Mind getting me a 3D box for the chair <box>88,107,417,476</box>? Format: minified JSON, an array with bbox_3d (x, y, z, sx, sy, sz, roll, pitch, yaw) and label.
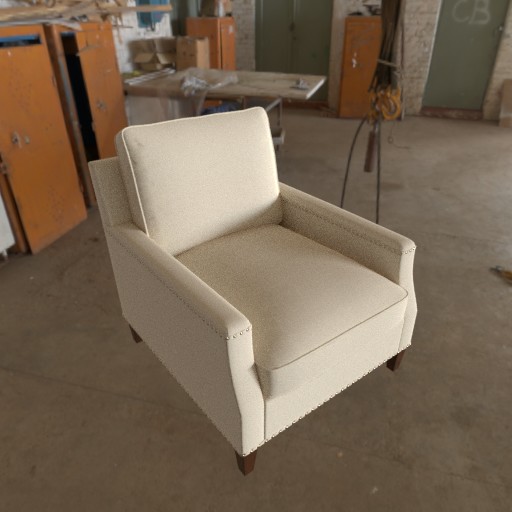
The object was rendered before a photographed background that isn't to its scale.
[{"bbox_3d":[0.000,0.000,1.721,0.853,0.943,1.014,-21,36,-32],"label":"chair"}]
